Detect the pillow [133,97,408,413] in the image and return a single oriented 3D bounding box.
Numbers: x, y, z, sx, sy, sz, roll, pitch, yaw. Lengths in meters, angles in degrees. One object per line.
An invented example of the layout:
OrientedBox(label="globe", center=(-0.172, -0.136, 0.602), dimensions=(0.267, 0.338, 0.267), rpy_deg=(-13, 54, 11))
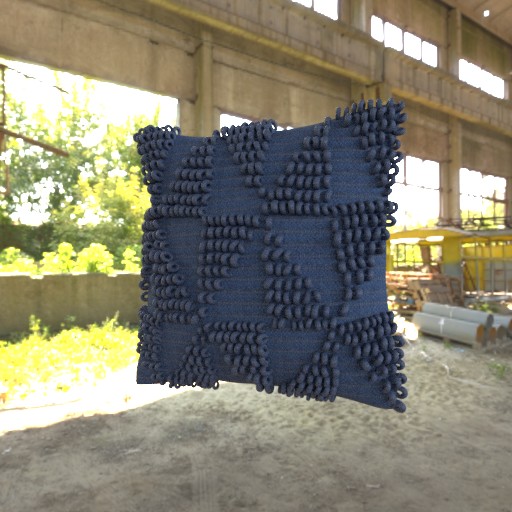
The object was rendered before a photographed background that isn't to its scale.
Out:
OrientedBox(label="pillow", center=(0.000, 0.000, 0.723), dimensions=(0.469, 0.466, 0.172), rpy_deg=(0, -1, 19))
